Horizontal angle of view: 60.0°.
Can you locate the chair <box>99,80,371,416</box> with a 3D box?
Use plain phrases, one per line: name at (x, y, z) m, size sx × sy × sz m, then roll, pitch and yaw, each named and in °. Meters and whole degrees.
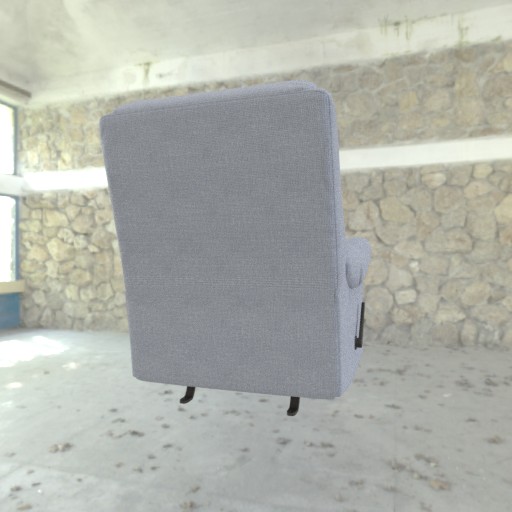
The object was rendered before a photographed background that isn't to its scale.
chair at (0.000, 0.000, 1.772) m, size 0.838 × 1.054 × 1.014 m, roll 0°, pitch 0°, yaw 18°
